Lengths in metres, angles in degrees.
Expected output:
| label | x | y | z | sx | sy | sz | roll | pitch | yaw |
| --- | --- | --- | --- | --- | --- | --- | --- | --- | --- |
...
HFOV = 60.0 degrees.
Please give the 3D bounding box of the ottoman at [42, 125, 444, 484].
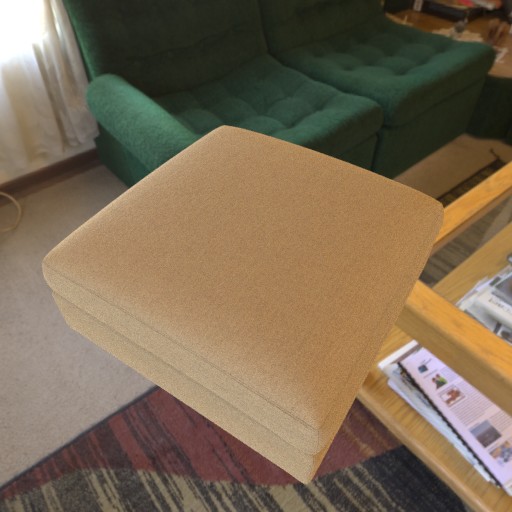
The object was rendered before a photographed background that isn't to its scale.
| label | x | y | z | sx | sy | sz | roll | pitch | yaw |
| --- | --- | --- | --- | --- | --- | --- | --- | --- | --- |
| ottoman | 0.000 | 0.000 | 1.595 | 1.041 | 0.470 | 1.041 | 25 | 51 | 22 |
